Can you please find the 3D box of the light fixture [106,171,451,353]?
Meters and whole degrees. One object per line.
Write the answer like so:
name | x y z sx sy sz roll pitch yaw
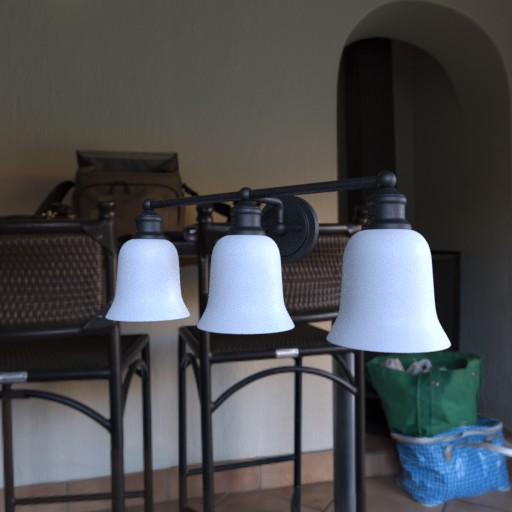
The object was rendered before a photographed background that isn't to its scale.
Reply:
light fixture | 0.000 0.000 0.687 0.570 0.211 0.198 0 -1 35
